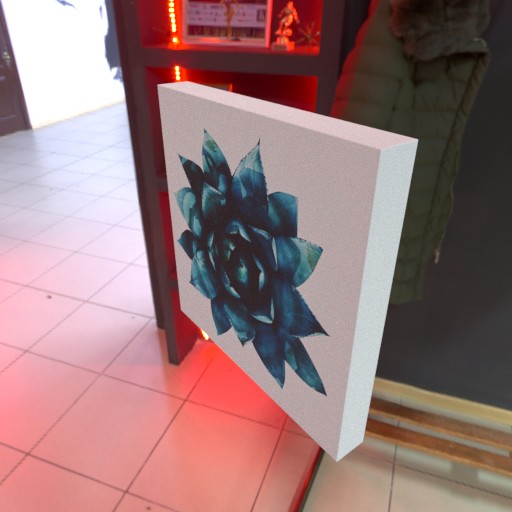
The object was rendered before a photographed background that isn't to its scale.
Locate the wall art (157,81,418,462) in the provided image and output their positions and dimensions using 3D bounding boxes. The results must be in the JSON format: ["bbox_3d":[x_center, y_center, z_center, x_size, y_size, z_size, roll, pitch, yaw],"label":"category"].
[{"bbox_3d":[0.000,0.000,0.464,0.038,0.305,0.305,-21,36,-32],"label":"wall art"}]
